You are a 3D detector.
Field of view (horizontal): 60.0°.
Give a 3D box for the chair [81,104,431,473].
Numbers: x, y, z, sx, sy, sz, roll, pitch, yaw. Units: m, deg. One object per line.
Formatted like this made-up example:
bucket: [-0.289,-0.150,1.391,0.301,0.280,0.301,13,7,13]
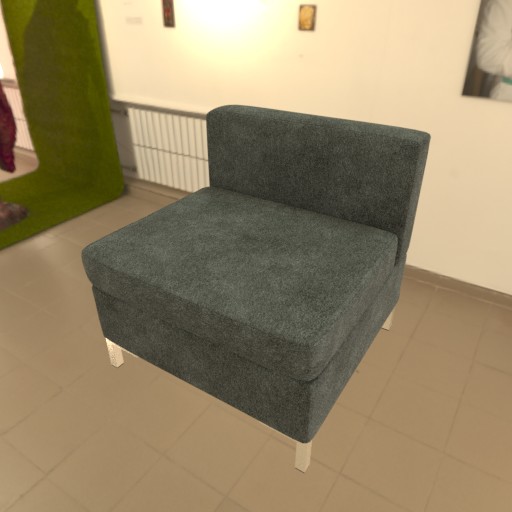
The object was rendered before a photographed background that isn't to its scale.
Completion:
chair: [0.000,0.000,1.232,0.680,0.660,0.680,18,35,28]
